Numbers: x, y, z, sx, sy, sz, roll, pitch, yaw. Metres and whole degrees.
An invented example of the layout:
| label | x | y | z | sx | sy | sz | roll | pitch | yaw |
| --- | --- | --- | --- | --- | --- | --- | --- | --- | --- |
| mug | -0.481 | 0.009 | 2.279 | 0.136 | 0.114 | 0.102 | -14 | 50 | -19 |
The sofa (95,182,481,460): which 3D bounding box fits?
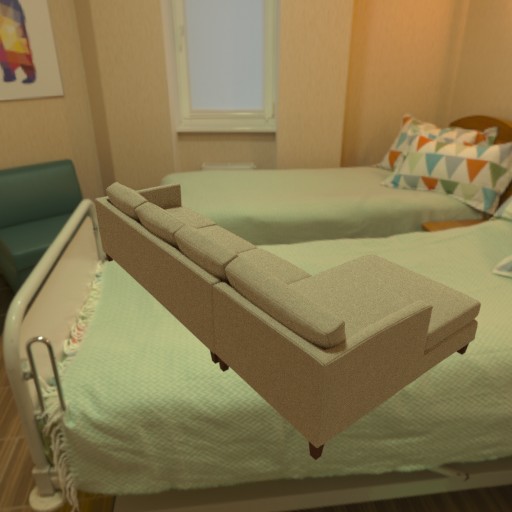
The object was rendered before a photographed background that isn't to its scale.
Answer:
| label | x | y | z | sx | sy | sz | roll | pitch | yaw |
| --- | --- | --- | --- | --- | --- | --- | --- | --- | --- |
| sofa | 0.000 | 0.000 | 3.809 | 1.625 | 0.846 | 3.186 | -19 | 32 | -33 |
